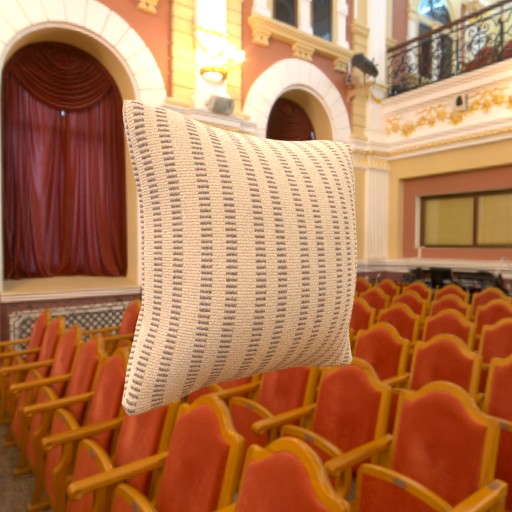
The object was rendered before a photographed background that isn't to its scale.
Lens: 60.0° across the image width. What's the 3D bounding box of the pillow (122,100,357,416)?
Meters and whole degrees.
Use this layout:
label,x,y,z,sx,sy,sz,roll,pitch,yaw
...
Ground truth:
label,x,y,z,sx,sy,sz,roll,pitch,yaw
pillow,0.000,0.000,0.710,0.438,0.419,0.247,-1,2,-36
